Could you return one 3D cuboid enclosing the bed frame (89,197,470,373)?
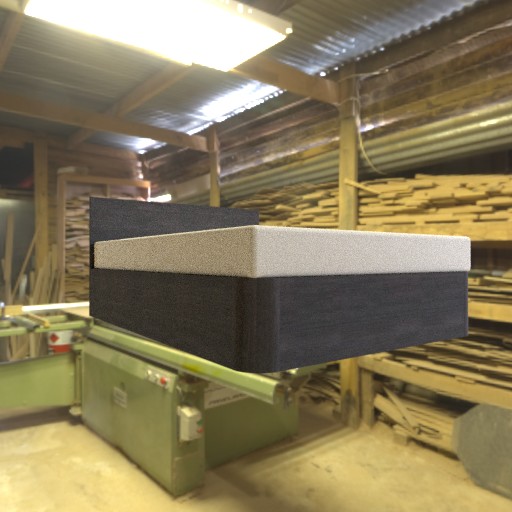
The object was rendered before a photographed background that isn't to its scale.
[{"bbox_3d":[0.000,0.000,2.619,1.400,0.800,1.900,0,0,-36],"label":"bed frame"}]
